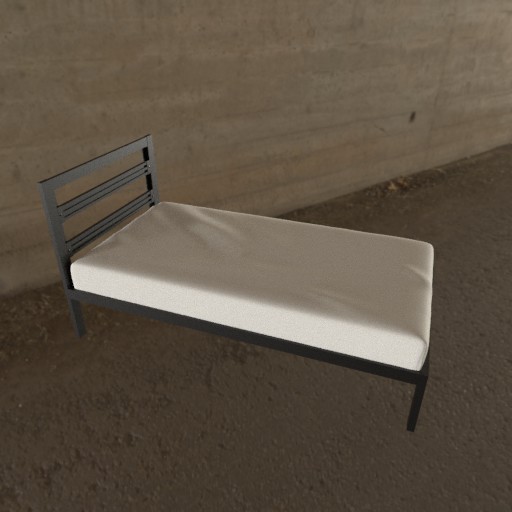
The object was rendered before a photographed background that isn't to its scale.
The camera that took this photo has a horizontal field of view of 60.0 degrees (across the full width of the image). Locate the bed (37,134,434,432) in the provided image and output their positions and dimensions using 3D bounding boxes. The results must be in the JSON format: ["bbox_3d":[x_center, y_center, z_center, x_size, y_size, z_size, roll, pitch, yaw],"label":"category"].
[{"bbox_3d":[0.000,0.000,2.510,1.930,0.967,0.991,10,31,18],"label":"bed"}]
